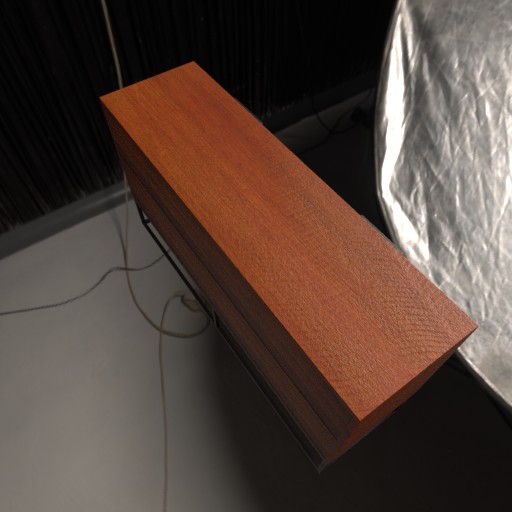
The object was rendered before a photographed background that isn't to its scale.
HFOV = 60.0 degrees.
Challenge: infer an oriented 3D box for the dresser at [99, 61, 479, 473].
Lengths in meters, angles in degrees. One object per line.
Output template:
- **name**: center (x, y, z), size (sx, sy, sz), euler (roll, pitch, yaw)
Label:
- **dresser**: center (0.000, 0.000, 1.836), size (0.464, 0.810, 1.536), euler (-30, 61, -19)
